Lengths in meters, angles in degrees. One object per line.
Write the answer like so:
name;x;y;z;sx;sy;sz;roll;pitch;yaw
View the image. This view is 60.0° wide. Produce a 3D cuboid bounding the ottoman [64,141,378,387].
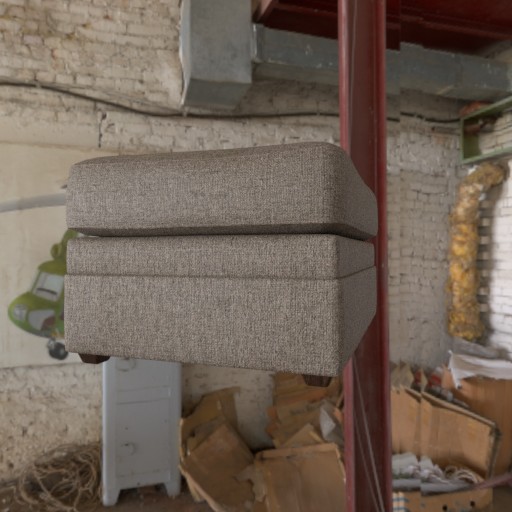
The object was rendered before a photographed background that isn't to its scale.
ottoman;0.000;0.000;1.273;0.637;0.478;0.885;0;1;19
